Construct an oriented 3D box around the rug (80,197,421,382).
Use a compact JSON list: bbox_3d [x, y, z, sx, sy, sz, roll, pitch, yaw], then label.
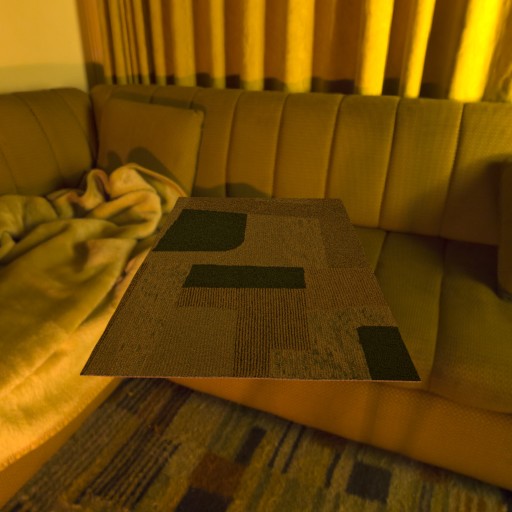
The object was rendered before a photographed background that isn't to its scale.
[{"bbox_3d":[0.000,0.000,3.050,1.521,0.015,2.436,1,26,1],"label":"rug"}]
